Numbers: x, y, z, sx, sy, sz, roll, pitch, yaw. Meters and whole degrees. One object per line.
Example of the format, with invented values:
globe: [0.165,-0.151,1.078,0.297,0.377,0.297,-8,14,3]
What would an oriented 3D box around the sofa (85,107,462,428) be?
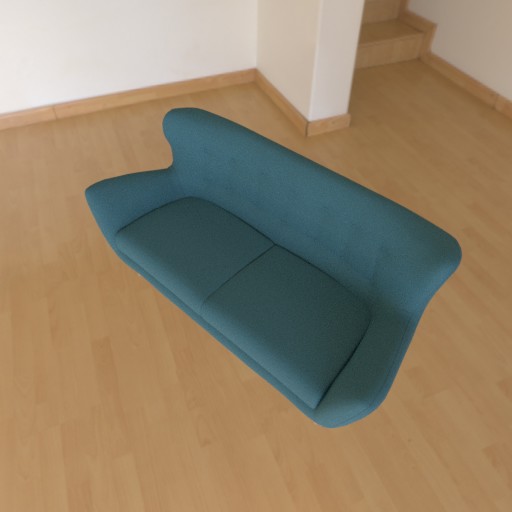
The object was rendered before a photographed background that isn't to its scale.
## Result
sofa: [0.000,0.000,2.420,1.930,0.890,0.889,34,56,28]
